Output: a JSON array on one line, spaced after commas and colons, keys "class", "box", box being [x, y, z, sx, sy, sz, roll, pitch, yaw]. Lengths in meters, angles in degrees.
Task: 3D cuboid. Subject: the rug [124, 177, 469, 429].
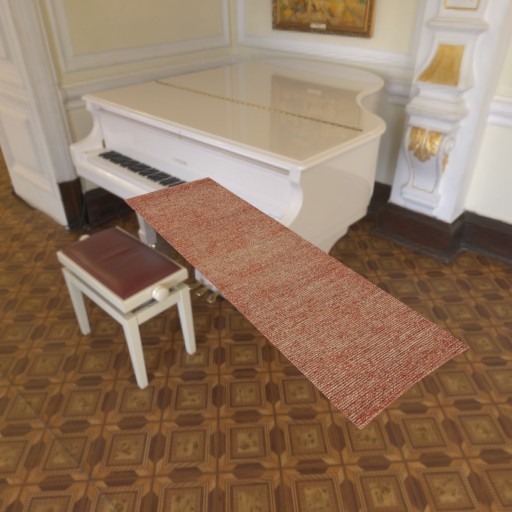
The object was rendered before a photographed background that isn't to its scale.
[{"class": "rug", "box": [0.000, 0.000, 2.619, 0.718, 0.013, 2.353, -21, 39, -29]}]
